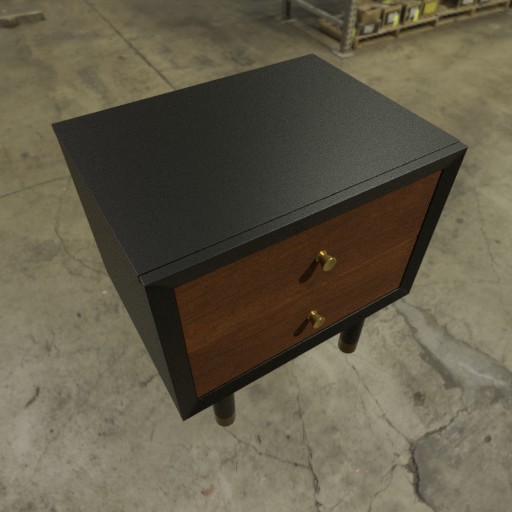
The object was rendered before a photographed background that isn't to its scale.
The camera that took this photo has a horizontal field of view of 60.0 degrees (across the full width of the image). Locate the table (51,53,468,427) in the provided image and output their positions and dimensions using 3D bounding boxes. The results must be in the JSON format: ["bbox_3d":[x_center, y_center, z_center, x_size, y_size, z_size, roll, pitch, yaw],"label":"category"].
[{"bbox_3d":[0.000,0.000,0.954,0.564,0.584,0.441,-24,51,-21],"label":"table"}]
